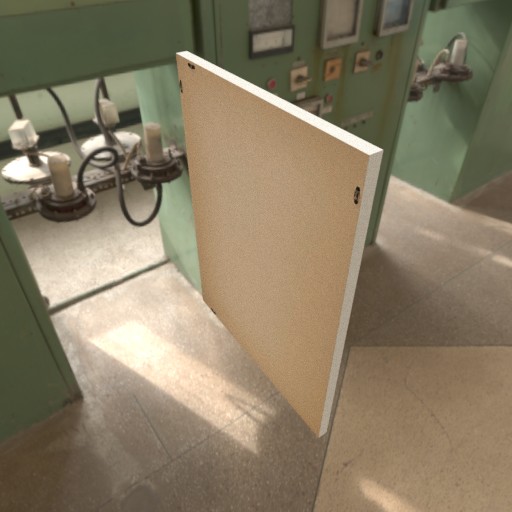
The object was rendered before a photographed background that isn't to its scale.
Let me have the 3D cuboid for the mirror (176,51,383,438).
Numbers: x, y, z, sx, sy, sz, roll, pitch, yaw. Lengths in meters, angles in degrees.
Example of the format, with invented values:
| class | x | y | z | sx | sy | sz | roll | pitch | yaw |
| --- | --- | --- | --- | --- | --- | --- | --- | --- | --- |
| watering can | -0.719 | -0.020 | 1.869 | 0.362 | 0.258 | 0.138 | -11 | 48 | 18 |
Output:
| class | x | y | z | sx | sy | sz | roll | pitch | yaw |
| --- | --- | --- | --- | --- | --- | --- | --- | --- | --- |
| mirror | 0.000 | 0.000 | 1.370 | 0.041 | 1.016 | 0.762 | -24 | 46 | -26 |
